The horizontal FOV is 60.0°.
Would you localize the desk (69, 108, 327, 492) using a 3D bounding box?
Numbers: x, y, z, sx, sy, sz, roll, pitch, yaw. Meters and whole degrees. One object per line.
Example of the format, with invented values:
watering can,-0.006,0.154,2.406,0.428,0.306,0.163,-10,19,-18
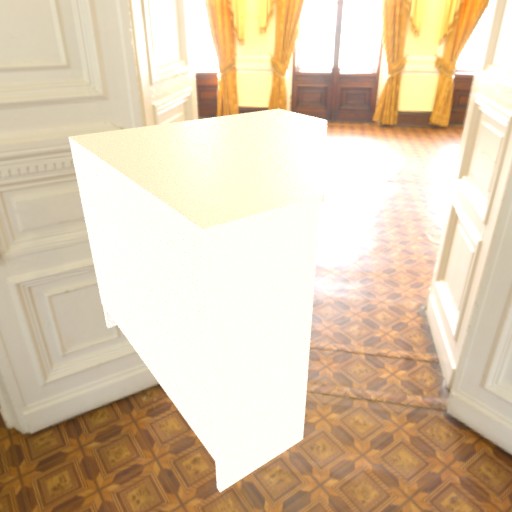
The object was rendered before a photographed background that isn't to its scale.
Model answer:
desk,0.000,0.000,1.630,0.926,0.818,0.940,-19,33,-31
